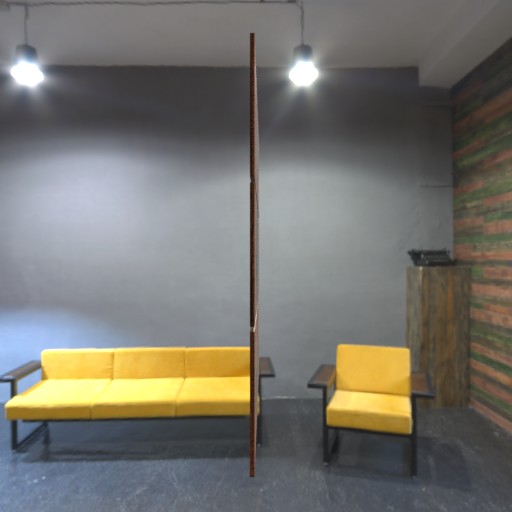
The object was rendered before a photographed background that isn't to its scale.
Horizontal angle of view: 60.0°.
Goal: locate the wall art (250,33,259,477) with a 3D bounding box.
[{"bbox_3d":[0.000,0.000,1.817,0.013,1.213,1.215,0,-1,1],"label":"wall art"}]
